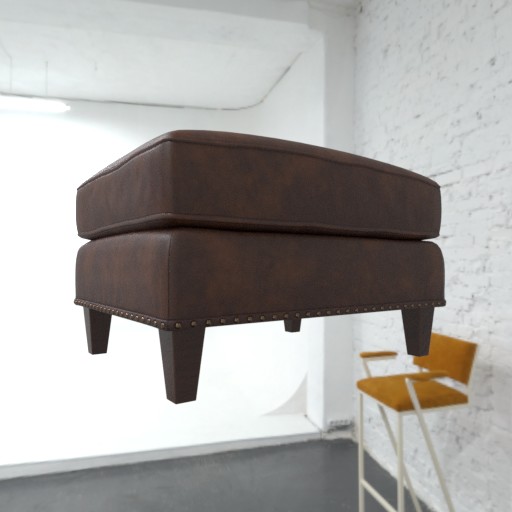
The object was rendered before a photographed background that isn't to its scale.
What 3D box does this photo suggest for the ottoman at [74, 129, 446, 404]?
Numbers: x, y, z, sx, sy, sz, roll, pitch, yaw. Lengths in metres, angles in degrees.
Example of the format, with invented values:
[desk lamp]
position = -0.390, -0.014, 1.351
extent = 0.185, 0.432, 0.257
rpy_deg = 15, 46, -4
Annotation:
[ottoman]
position = 0.000, 0.000, 1.104
extent = 0.742, 0.486, 0.586
rpy_deg = 1, -2, -35
